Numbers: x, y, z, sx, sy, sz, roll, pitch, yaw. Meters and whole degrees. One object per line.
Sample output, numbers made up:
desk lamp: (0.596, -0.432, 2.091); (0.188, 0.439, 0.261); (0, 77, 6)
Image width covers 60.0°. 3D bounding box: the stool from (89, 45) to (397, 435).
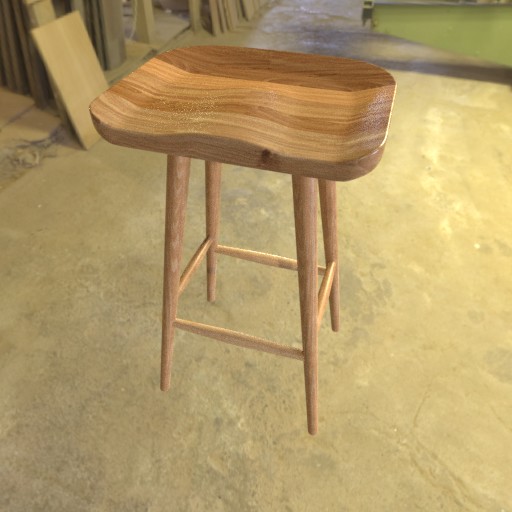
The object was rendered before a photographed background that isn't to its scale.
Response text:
stool: (0.000, 0.000, 0.901); (0.407, 0.698, 0.322); (12, 44, 13)
